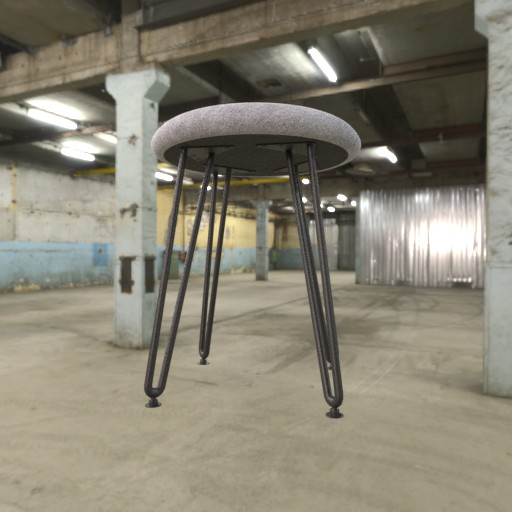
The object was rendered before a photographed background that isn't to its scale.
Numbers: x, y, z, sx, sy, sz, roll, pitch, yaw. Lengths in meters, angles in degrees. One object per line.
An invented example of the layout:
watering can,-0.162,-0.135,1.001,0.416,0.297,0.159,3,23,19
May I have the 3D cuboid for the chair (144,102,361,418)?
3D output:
chair,0.000,0.000,0.668,0.350,0.386,0.350,0,0,-36
